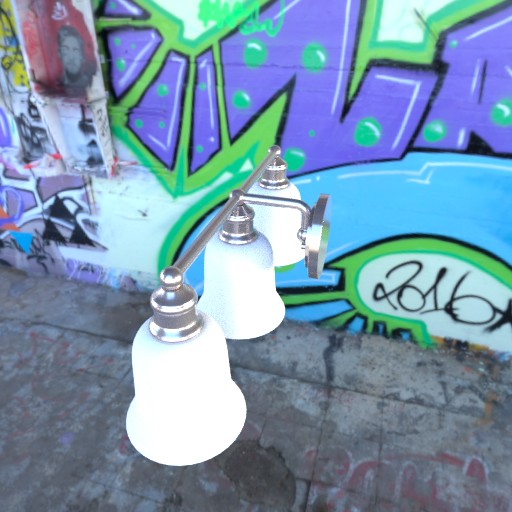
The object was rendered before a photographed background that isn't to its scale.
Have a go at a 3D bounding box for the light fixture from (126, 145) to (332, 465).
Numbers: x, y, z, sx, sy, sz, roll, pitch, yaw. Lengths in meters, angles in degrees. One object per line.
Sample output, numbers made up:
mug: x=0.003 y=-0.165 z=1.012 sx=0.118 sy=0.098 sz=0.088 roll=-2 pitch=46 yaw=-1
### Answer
light fixture: x=0.000 y=0.000 z=0.659 sx=0.198 sy=0.211 sz=0.570 roll=8 pitch=32 yaw=14
